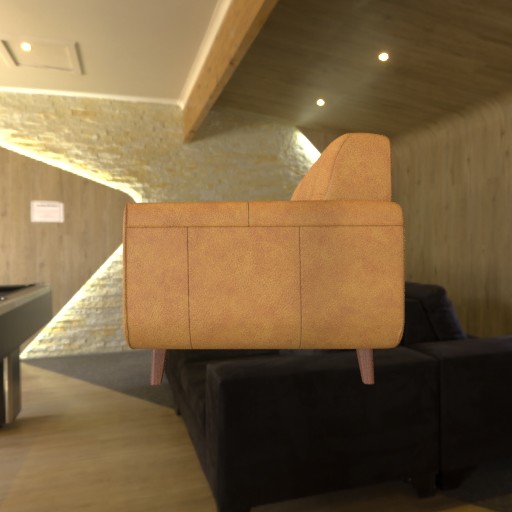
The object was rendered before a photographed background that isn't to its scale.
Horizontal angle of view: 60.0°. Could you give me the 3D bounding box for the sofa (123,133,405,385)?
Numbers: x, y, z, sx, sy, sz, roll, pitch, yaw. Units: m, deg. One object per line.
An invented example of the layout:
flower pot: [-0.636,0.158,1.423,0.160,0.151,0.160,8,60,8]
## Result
sofa: [0.000,0.000,2.261,0.952,0.925,1.651,0,1,-1]
